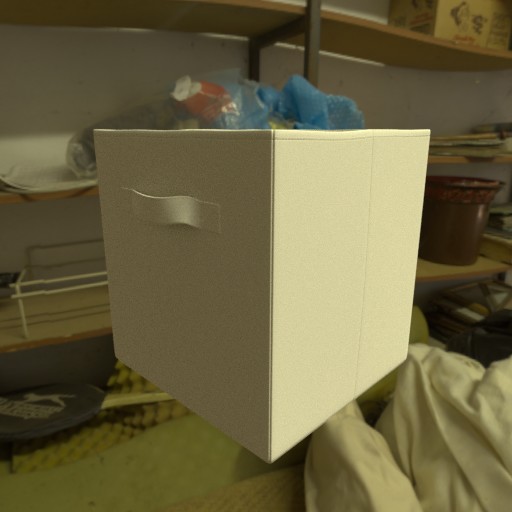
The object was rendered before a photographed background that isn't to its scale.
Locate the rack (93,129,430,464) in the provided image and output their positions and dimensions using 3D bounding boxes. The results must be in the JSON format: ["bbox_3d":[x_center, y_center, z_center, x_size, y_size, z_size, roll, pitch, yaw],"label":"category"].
[{"bbox_3d":[0.000,0.000,0.510,0.270,0.280,0.270,15,22,42],"label":"rack"}]
